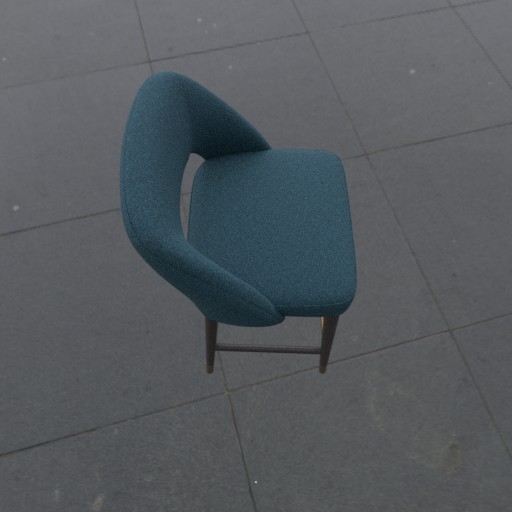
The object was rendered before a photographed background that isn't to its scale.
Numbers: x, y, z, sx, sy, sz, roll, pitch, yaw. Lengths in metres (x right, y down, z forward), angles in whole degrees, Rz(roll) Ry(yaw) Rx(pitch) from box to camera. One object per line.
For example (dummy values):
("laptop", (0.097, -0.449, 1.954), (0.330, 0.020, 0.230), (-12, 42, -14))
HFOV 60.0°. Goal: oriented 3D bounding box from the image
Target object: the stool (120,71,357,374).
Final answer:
("stool", (0.000, 0.000, 1.301), (0.522, 1.032, 0.536), (0, 63, 0))
